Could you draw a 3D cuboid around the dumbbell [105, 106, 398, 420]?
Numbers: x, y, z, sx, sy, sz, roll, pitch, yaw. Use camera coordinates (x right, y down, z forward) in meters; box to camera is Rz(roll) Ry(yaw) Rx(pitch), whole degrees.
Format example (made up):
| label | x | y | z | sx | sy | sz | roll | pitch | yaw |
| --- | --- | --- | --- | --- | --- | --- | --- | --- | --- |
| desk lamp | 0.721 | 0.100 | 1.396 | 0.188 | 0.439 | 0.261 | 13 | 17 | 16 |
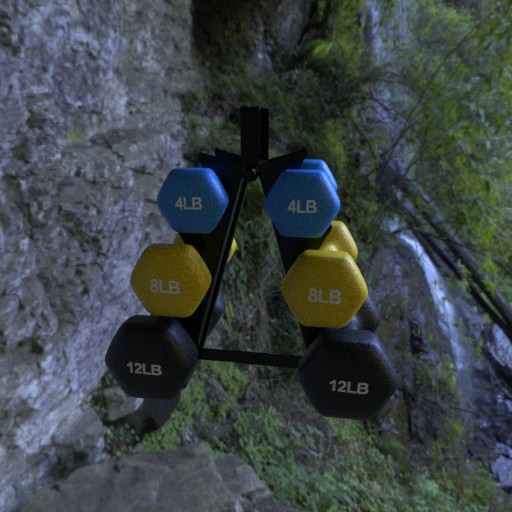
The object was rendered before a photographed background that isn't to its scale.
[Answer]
| label | x | y | z | sx | sy | sz | roll | pitch | yaw |
| --- | --- | --- | --- | --- | --- | --- | --- | --- | --- |
| dumbbell | 0.000 | 0.000 | 0.669 | 0.409 | 0.426 | 0.255 | 3 | 17 | 9 |
